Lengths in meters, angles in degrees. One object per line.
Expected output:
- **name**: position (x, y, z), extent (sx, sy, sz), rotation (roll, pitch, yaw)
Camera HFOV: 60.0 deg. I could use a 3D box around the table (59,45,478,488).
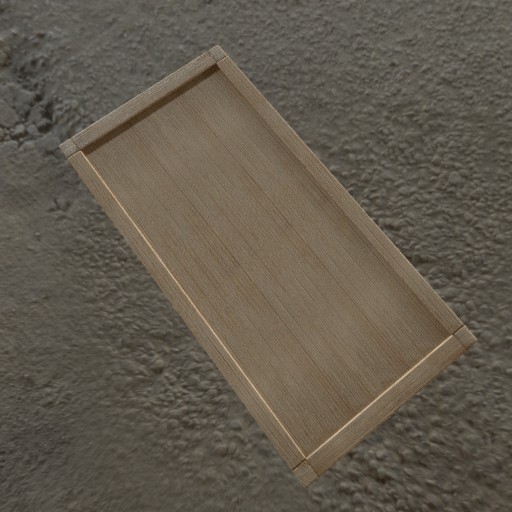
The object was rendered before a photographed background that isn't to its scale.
- **table**: position (0.000, 0.000, 1.615), extent (0.660, 0.457, 1.321), rotation (-36, 78, -9)
